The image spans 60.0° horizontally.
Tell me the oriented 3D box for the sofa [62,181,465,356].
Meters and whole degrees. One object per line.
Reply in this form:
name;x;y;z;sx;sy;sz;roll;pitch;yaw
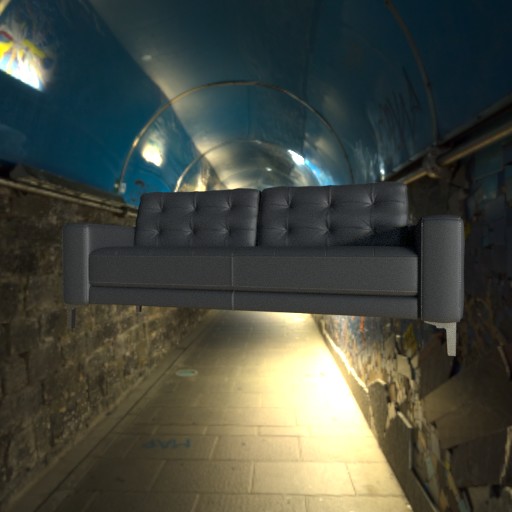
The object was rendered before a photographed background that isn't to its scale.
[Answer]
sofa;0.000;0.000;2.743;2.275;0.893;0.833;0;1;18
